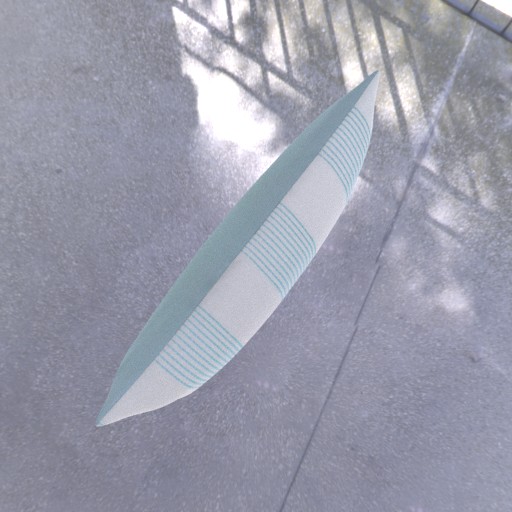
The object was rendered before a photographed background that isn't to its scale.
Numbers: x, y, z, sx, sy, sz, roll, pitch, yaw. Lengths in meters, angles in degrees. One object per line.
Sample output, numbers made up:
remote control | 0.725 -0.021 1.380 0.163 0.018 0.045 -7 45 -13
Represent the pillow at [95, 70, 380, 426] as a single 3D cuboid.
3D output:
pillow | 0.000 0.000 0.715 0.151 0.287 0.610 36 79 8
